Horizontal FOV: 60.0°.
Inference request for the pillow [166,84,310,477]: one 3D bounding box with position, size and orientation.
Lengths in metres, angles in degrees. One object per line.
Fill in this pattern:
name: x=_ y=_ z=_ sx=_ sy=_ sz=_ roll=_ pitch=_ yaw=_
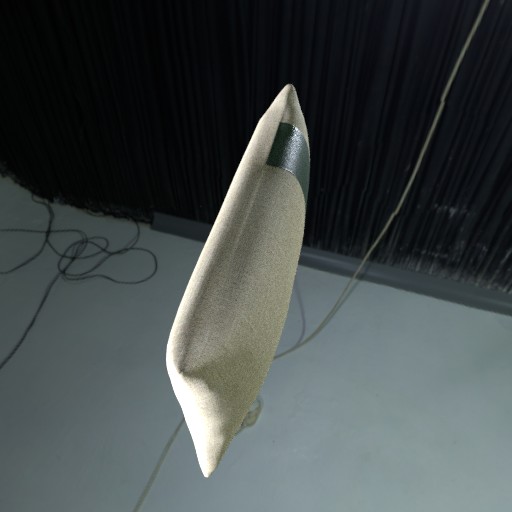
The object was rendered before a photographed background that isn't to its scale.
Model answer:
pillow: x=0.000 y=0.000 z=1.026 sx=0.197 sy=0.429 sz=0.859 roll=9 pitch=48 yaw=9
